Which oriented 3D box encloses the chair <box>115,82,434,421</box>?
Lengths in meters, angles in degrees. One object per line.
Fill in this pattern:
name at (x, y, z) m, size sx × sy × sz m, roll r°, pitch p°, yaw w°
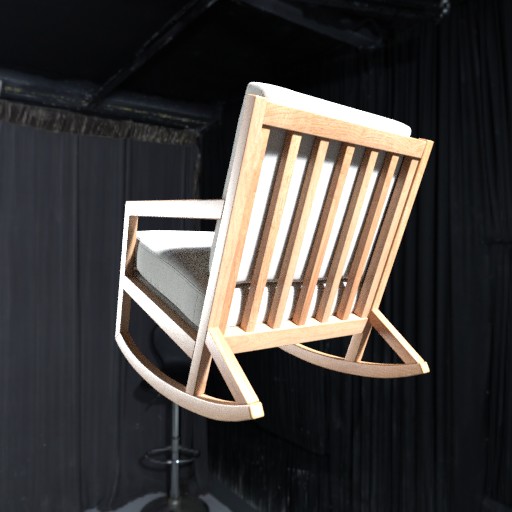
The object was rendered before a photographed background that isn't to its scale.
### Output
chair at (0.000, 0.000, 1.418) m, size 0.622 × 0.790 × 0.857 m, roll 0°, pitch 0°, yaw -36°
